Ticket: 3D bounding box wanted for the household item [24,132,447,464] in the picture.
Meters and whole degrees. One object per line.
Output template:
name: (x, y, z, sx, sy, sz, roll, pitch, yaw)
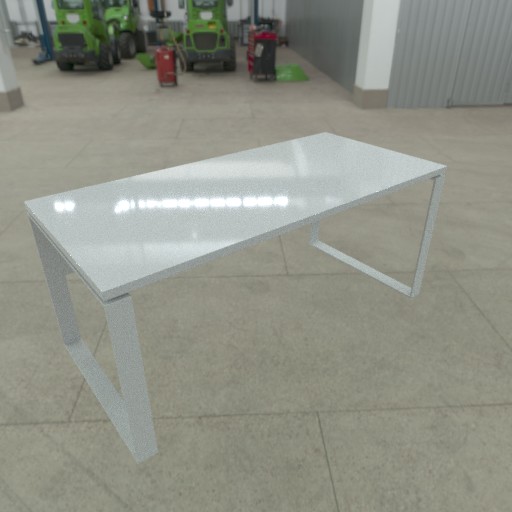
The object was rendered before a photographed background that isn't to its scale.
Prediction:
household item: (0.000, 0.000, 2.118, 1.700, 0.745, 0.800, -22, 36, -33)
